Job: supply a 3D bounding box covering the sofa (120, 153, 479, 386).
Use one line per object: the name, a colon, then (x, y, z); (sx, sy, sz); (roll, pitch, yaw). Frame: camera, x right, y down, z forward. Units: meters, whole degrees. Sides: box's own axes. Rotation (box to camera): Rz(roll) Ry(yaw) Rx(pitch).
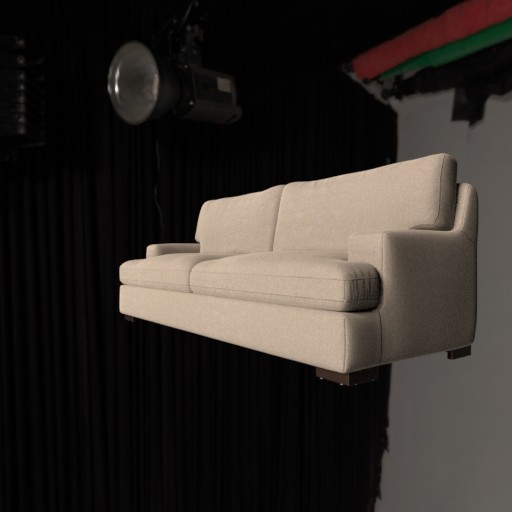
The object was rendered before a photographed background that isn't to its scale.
sofa: (0.000, 0.000, 2.788); (0.962, 0.980, 2.354); (0, -1, -37)
